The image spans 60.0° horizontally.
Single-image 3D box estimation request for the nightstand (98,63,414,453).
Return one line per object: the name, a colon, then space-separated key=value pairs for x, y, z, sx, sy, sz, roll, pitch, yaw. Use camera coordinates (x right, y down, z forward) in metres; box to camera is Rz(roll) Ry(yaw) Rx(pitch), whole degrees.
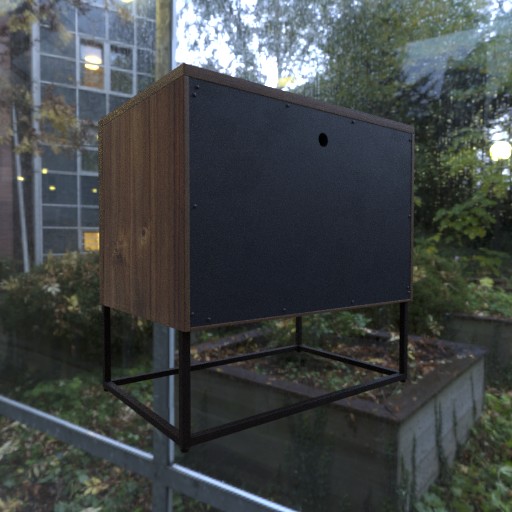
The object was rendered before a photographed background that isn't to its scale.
nightstand: x=0.000 y=0.000 z=1.040 sx=0.610 sy=0.610 sz=0.437 roll=-1 pitch=2 yaw=-37
